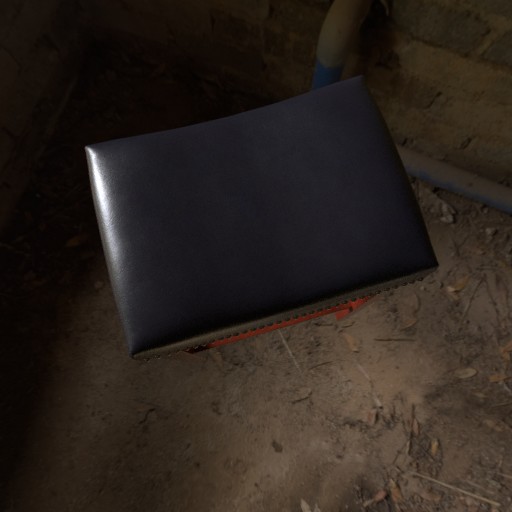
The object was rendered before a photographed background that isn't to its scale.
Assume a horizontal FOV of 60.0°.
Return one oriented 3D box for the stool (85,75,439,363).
[{"bbox_3d":[0.000,0.000,1.040,0.504,0.742,0.372,-16,76,-4],"label":"stool"}]
